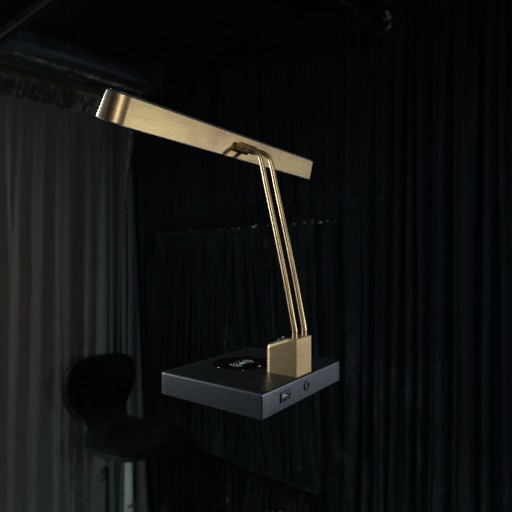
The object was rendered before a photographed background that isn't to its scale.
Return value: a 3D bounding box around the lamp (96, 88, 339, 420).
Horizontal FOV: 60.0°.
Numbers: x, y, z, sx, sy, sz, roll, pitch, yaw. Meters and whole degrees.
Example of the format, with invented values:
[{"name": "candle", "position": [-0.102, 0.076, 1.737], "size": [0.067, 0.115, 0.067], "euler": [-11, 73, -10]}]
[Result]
[{"name": "lamp", "position": [0.000, 0.000, 0.584], "size": [0.156, 0.345, 0.412], "euler": [0, 0, 36]}]
